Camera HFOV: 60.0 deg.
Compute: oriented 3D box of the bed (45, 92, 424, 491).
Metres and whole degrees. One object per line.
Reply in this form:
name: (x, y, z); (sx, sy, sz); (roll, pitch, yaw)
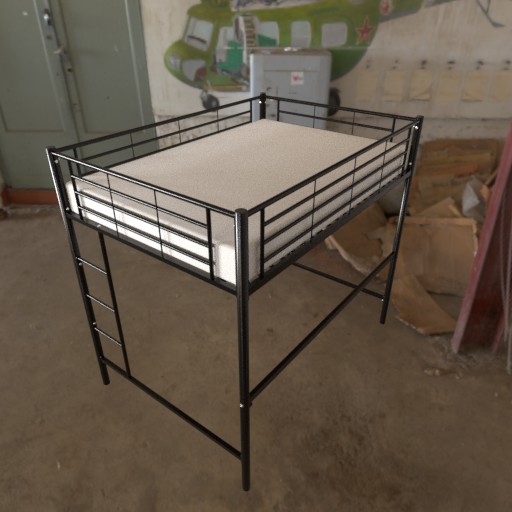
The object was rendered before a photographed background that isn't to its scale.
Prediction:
bed: (0.000, 0.000, 3.185); (1.397, 1.803, 1.994); (21, 37, 32)
